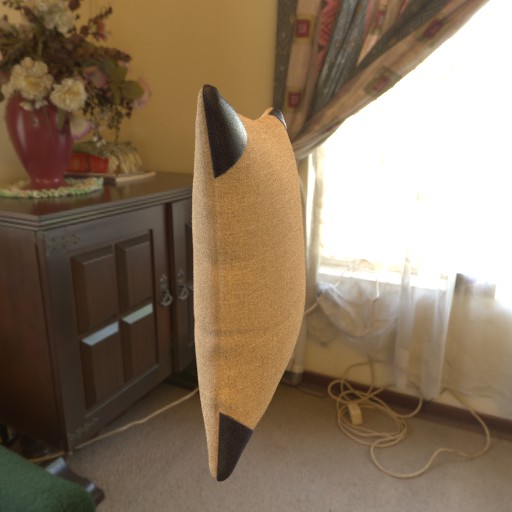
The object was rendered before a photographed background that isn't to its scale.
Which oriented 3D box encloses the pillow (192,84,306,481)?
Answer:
[{"bbox_3d":[0.000,0.000,0.661,0.147,0.441,0.440,3,16,9],"label":"pillow"}]
